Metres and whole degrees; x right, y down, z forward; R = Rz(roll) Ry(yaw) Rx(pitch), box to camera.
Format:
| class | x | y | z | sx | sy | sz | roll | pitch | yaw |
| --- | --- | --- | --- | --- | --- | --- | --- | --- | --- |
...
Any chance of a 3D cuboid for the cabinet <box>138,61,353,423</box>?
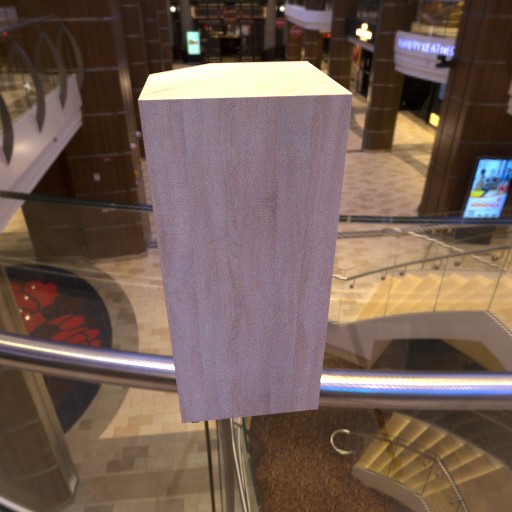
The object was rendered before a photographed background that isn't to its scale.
| class | x | y | z | sx | sy | sz | roll | pitch | yaw |
| --- | --- | --- | --- | --- | --- | --- | --- | --- | --- |
| cabinet | 0.000 | 0.000 | 2.819 | 1.094 | 2.120 | 1.327 | 22 | 38 | 32 |
